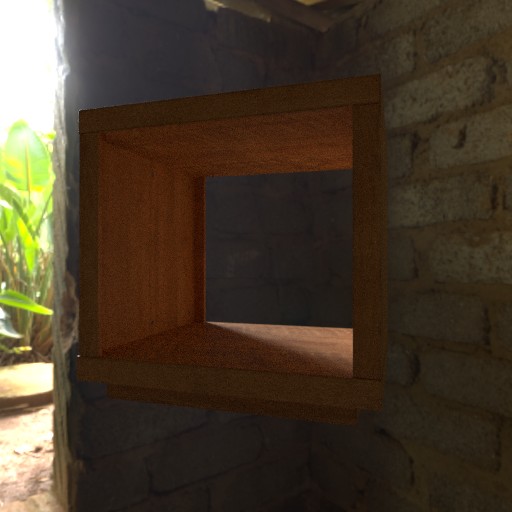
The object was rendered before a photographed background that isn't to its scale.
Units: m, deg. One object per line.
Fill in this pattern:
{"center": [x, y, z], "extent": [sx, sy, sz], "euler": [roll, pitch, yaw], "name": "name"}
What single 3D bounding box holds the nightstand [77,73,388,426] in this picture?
{"center": [0.000, 0.000, 0.876], "extent": [0.493, 0.491, 0.436], "euler": [0, 0, 18], "name": "nightstand"}
